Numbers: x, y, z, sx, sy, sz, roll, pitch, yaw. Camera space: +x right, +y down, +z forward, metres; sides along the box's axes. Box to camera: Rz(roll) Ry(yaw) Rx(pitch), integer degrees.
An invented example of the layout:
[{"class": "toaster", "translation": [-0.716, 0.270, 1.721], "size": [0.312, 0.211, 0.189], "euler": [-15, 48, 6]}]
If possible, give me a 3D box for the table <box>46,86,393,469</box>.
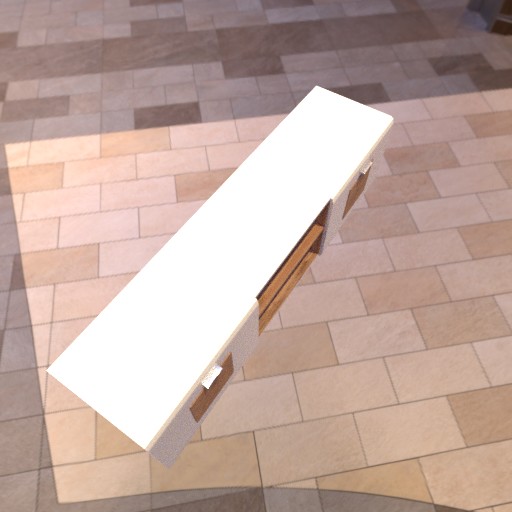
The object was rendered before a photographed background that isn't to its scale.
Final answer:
[{"class": "table", "translation": [0.000, 0.000, 1.739], "size": [0.400, 0.440, 1.550], "euler": [30, 62, 18]}]
